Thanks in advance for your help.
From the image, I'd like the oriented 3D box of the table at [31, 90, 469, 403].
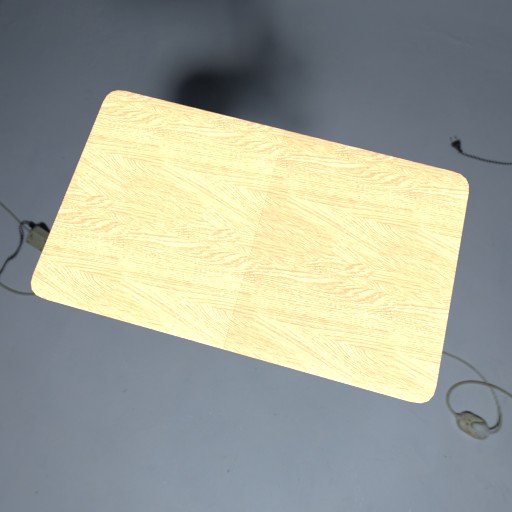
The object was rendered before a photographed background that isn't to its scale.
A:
[{"bbox_3d":[0.000,0.000,2.158,1.600,0.770,0.950,15,76,4],"label":"table"}]
